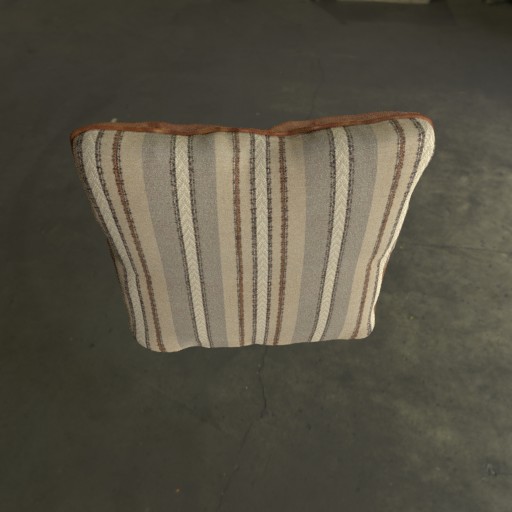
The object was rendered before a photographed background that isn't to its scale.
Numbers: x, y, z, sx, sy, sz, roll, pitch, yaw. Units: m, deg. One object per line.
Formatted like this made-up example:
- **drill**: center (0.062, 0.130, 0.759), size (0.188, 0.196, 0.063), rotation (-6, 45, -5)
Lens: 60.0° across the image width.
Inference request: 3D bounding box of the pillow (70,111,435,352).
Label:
- **pillow**: center (0.000, 0.000, 0.738), size (0.489, 0.490, 0.130), rotation (-3, 46, -3)
